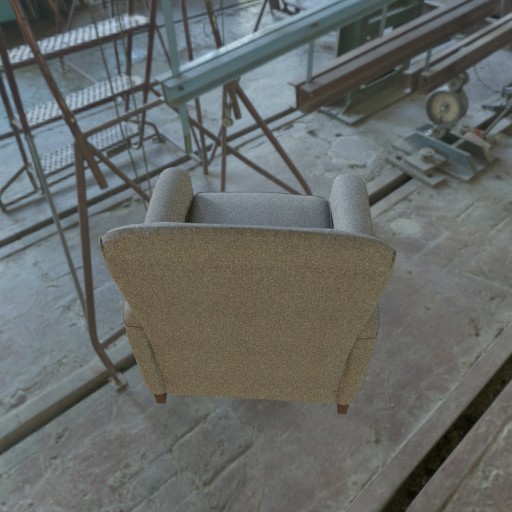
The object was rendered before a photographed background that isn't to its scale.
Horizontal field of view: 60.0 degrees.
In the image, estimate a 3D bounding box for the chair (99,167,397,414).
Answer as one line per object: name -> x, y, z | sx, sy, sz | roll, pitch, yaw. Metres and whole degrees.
chair -> 0.000, 0.000, 1.611 | 0.848, 1.014, 0.864 | 2, 46, 2
